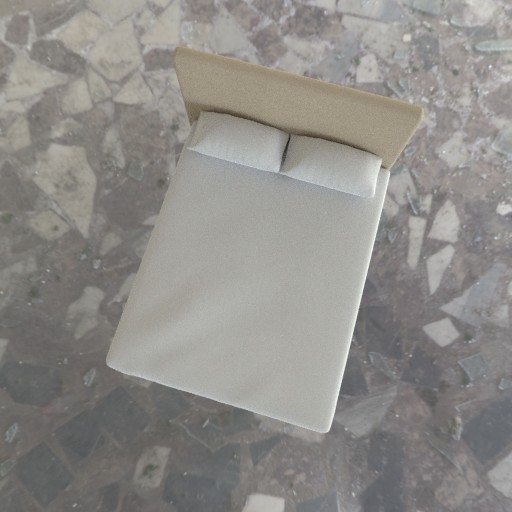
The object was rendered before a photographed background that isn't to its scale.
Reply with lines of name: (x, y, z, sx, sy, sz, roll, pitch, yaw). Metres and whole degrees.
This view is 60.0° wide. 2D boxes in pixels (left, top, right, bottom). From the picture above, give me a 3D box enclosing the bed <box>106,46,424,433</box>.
bed: (0.000, 0.000, 3.182, 1.723, 1.330, 2.142, 16, 76, 4)
